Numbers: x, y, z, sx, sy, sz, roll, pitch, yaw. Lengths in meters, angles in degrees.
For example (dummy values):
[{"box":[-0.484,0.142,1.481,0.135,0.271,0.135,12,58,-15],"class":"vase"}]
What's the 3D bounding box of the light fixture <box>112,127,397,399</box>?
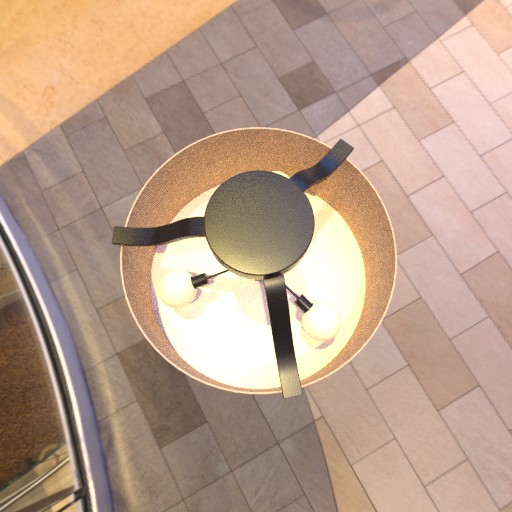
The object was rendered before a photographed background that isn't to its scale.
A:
[{"box":[0.000,0.000,0.647,0.390,0.306,0.390,0,75,0],"class":"light fixture"}]
